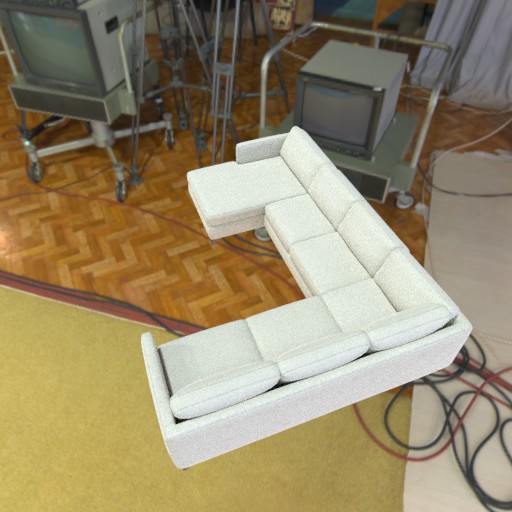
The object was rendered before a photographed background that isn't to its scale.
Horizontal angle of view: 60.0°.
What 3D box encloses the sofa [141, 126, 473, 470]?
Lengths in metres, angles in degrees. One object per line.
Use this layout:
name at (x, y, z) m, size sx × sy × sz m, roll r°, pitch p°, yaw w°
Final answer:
sofa at (0.000, 0.000, 4.444) m, size 2.551 × 0.853 × 3.238 m, roll -15°, pitch 48°, yaw -14°
